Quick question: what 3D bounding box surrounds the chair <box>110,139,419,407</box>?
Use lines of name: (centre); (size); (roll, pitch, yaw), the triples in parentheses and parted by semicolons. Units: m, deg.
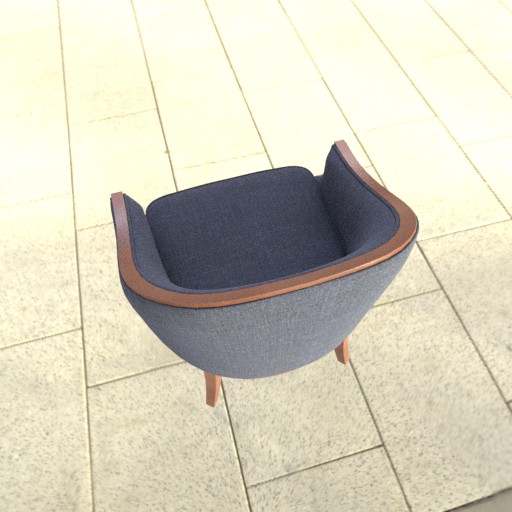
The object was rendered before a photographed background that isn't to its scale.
chair: (0.000, 0.000, 1.428); (0.803, 0.876, 0.735); (-15, 59, -9)
